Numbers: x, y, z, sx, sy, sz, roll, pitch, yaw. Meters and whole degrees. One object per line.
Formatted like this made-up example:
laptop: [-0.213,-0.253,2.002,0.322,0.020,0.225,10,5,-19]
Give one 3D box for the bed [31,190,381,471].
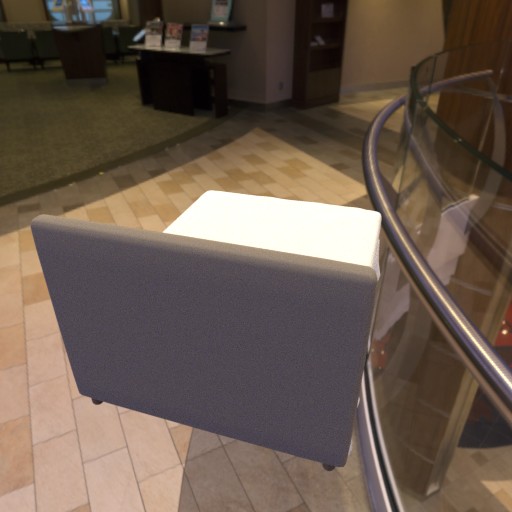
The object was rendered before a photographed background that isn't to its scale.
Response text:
bed: [0.000,0.000,3.149,1.748,1.330,2.142,9,32,15]
